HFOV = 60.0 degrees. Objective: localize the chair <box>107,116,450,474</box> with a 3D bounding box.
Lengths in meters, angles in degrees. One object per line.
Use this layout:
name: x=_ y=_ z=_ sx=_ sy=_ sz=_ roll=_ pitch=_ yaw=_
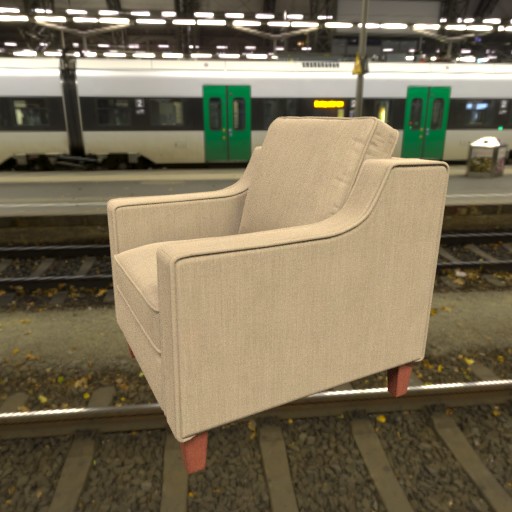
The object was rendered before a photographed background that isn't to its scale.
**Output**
chair: x=0.000 y=0.000 z=1.597 sx=0.909 sy=0.960 sz=0.831 roll=-9 pitch=19 yaw=-26
